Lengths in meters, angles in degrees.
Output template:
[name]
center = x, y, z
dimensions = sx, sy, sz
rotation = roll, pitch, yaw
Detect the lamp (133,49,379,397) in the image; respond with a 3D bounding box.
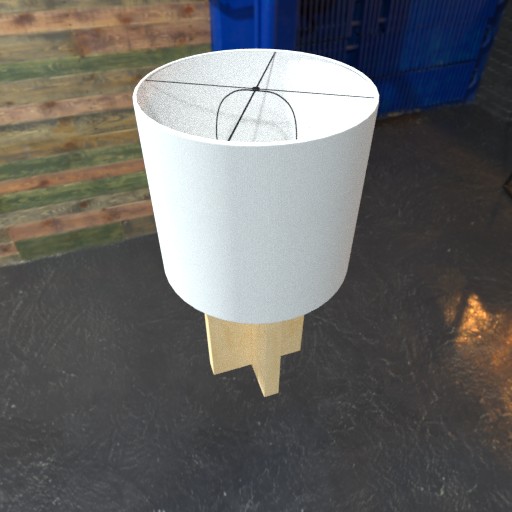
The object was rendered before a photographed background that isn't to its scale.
[lamp]
center = 0.000, 0.000, 0.560
dimensions = 0.229, 0.428, 0.229
rotation = -13, 43, -14
